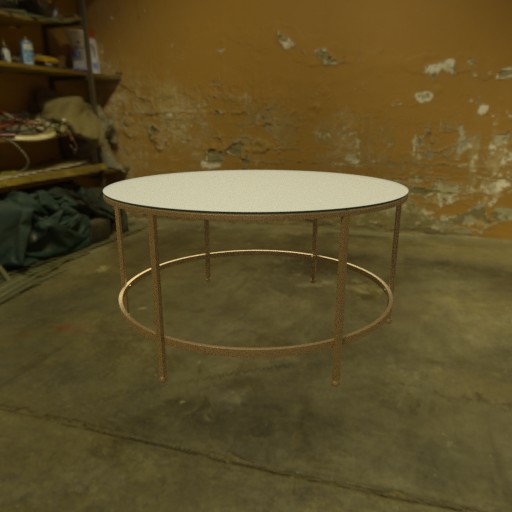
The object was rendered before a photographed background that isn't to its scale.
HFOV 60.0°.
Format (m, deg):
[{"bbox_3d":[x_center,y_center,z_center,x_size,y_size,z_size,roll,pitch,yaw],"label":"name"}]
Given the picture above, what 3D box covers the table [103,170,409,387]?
[{"bbox_3d":[0.000,0.000,1.460,0.914,0.470,0.914,0,17,0],"label":"table"}]
